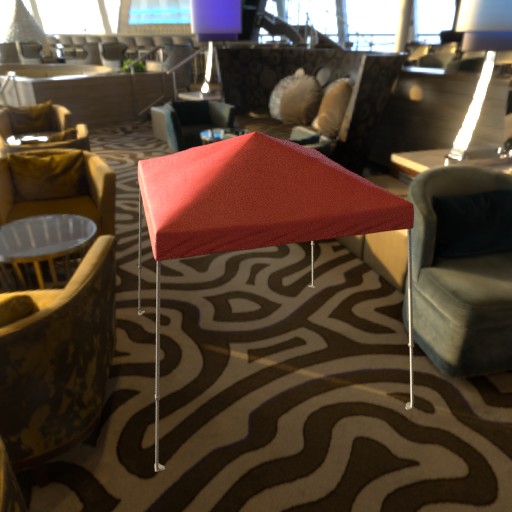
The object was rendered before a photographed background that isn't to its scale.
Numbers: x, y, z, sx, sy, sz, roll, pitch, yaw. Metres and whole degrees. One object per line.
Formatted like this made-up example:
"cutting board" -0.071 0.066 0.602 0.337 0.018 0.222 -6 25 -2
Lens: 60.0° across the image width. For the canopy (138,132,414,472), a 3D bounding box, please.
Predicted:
"canopy" 0.000 0.000 6.551 3.600 3.600 3.599 -8 27 -15
